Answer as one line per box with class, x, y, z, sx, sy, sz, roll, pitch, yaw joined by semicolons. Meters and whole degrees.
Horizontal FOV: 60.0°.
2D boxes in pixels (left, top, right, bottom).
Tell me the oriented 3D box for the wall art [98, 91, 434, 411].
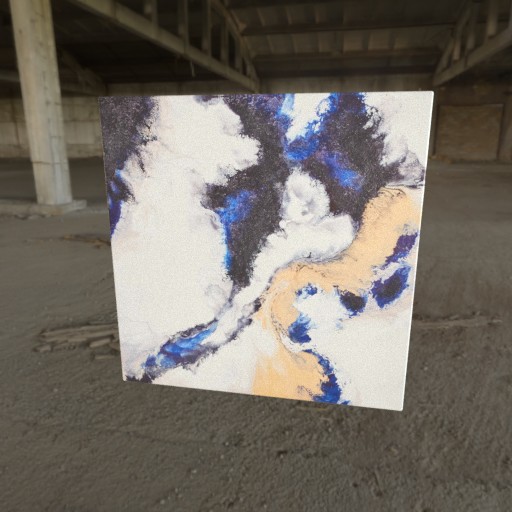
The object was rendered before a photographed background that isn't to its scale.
wall art;0.000;0.000;0.888;0.609;0.609;0.039;3;15;11
